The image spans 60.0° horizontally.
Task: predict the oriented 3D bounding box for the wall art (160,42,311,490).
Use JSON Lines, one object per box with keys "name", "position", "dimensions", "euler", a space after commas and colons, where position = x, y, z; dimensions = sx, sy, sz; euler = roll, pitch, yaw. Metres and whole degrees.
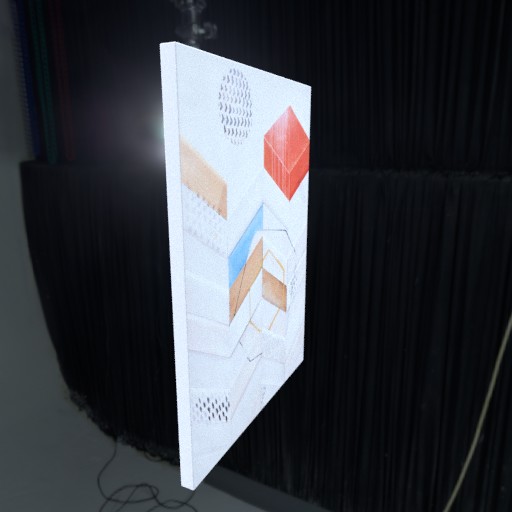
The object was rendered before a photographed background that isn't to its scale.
{"name": "wall art", "position": [0.000, 0.000, 1.566], "dimensions": [0.046, 1.221, 0.914], "euler": [7, 16, 26]}
